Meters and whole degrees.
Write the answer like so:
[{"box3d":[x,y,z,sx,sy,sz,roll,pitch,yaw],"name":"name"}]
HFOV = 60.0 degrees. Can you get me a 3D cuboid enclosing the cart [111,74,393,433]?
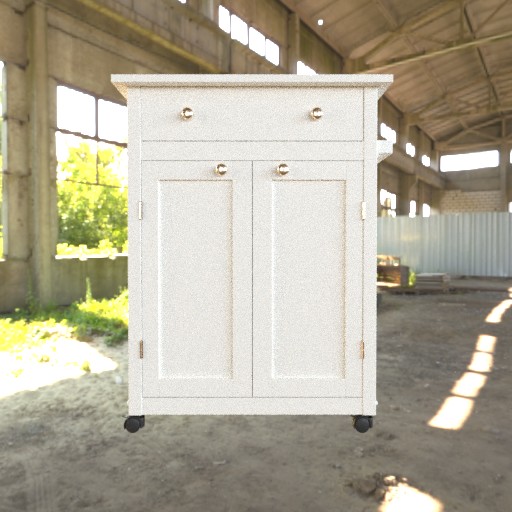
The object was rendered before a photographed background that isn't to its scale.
[{"box3d":[0.000,0.000,1.272,0.683,0.864,0.442,0,1,0],"name":"cart"}]
